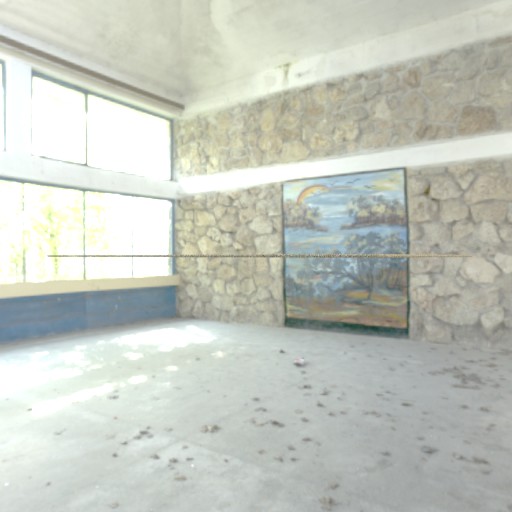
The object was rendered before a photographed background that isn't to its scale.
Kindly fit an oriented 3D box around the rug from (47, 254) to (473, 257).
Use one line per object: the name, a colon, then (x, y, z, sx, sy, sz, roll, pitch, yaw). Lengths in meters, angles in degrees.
rug: (0.000, 0.000, 2.290, 1.824, 0.010, 1.240, 0, 0, 36)
